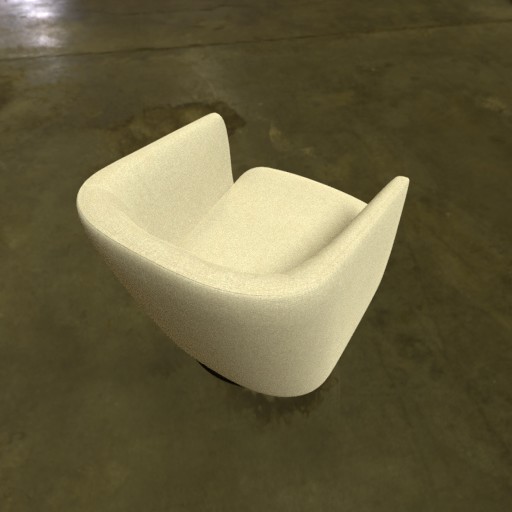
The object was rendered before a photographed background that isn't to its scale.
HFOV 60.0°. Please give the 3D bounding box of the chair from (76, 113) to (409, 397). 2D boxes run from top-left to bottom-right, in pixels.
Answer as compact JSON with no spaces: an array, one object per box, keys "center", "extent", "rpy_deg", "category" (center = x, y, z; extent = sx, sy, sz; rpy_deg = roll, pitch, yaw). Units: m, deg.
[{"center":[0.000,0.000,1.607],"extent":[0.822,0.861,0.986],"rpy_deg":[25,51,22],"category":"chair"}]
